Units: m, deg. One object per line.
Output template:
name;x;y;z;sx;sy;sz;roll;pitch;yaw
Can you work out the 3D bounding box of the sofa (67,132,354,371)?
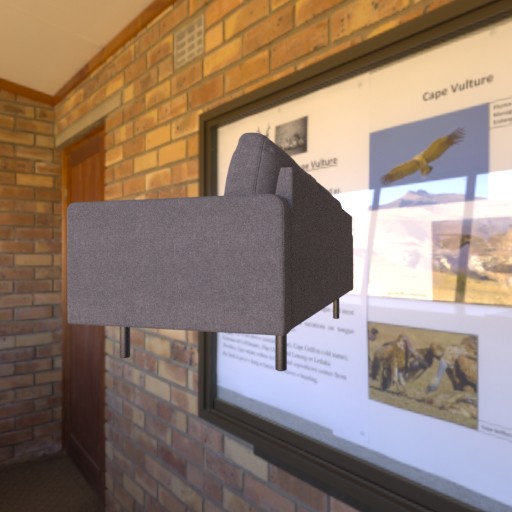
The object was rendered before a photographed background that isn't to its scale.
sofa;0.000;0.000;2.517;0.880;0.880;2.100;0;0;18
